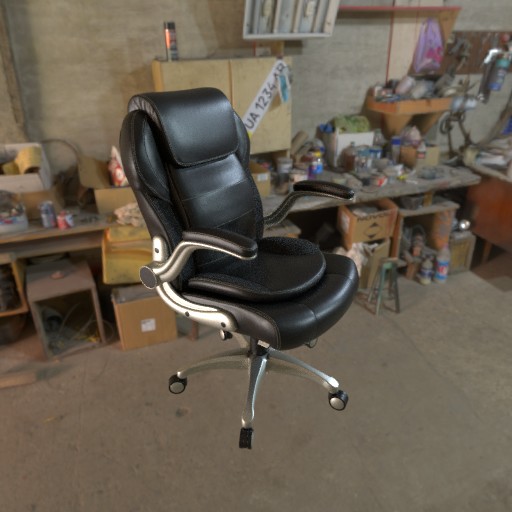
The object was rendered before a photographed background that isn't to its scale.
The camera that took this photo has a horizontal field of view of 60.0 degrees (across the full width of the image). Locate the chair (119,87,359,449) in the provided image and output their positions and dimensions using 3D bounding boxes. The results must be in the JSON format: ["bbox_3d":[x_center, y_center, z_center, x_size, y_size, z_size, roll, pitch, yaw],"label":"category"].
[{"bbox_3d":[0.000,0.000,1.659,0.801,1.141,0.724,17,30,32],"label":"chair"}]
